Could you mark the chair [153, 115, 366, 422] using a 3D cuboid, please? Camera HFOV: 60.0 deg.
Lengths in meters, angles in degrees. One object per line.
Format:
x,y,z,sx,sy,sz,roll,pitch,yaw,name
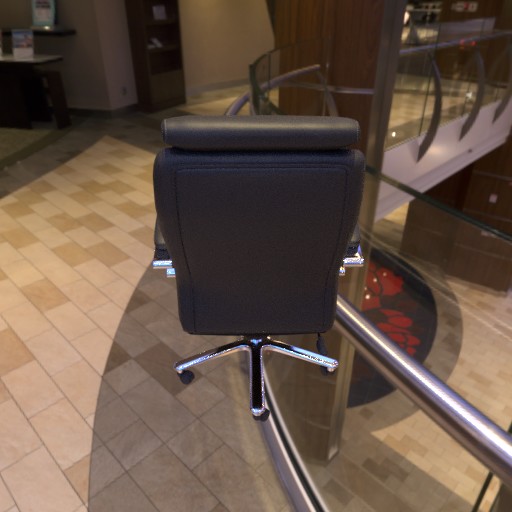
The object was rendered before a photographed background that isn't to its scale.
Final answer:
0.000,0.000,1.658,0.755,1.183,0.790,-1,31,-1,chair
